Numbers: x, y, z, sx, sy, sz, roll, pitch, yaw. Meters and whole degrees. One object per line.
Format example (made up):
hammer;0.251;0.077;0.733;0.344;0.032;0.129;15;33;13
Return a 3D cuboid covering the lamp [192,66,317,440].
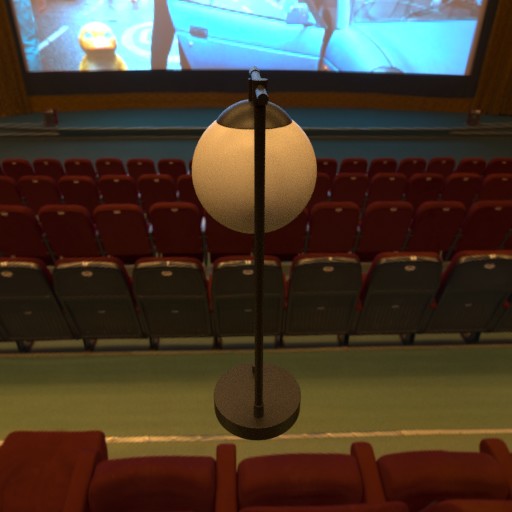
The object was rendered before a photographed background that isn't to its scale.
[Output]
lamp;0.000;0.000;0.712;0.197;0.559;0.316;-1;29;-2
